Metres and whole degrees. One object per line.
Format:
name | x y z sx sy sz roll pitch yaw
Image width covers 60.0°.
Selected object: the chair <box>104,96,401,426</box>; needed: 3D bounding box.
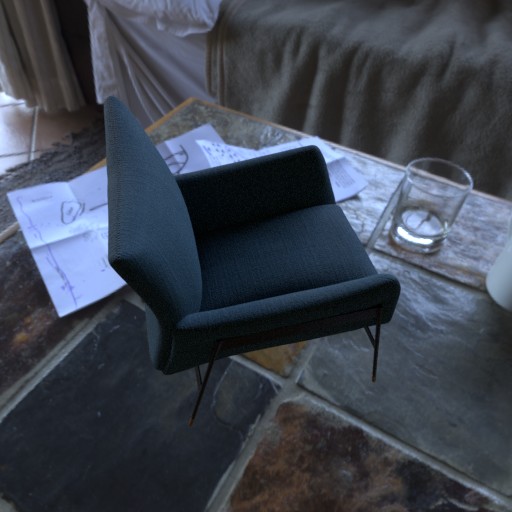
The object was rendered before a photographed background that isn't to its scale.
chair | 0.000 0.000 1.434 0.769 0.859 0.678 -10 48 -9
